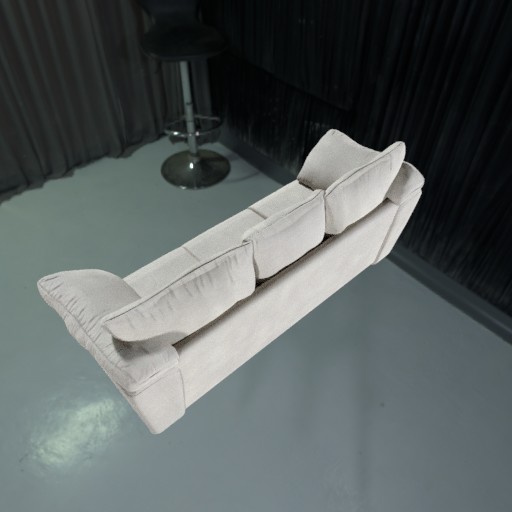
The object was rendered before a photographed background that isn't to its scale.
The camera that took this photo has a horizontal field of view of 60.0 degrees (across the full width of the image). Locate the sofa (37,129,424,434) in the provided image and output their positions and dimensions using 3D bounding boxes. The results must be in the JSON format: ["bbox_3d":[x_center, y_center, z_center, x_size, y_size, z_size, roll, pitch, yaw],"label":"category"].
[{"bbox_3d":[0.000,0.000,2.807,2.334,0.996,0.878,-33,54,-28],"label":"sofa"}]
